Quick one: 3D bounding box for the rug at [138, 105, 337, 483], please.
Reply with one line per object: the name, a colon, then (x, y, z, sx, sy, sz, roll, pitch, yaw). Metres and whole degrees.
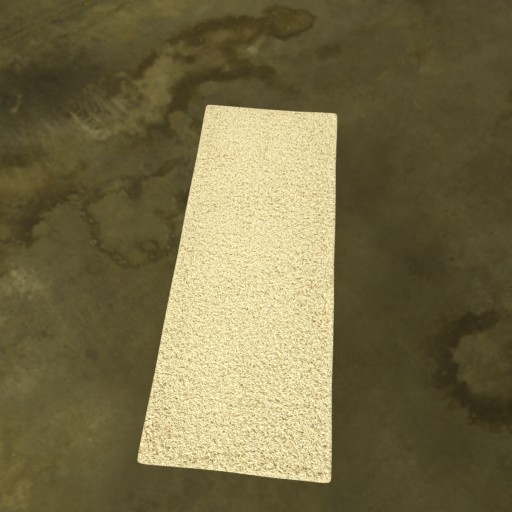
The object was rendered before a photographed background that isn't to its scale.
rug: (0.000, 0.000, 1.723, 0.609, 0.030, 1.524, 5, 63, 2)
